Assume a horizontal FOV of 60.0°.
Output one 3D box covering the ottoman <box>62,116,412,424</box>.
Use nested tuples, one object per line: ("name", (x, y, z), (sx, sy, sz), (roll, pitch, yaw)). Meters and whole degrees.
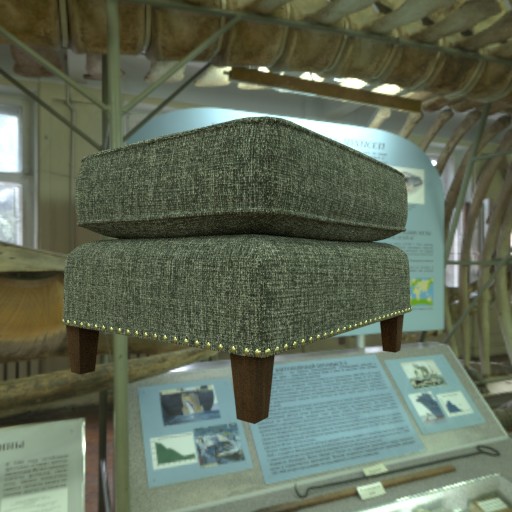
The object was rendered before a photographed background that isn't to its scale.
("ottoman", (0.000, 0.000, 1.135), (0.589, 0.537, 0.738), (0, 0, 37))
